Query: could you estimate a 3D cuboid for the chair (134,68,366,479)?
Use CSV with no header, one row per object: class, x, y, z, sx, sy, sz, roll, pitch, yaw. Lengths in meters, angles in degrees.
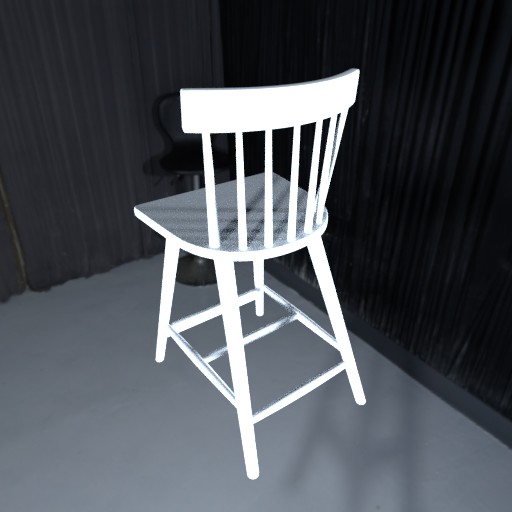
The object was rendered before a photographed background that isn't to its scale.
chair,0.000,0.000,1.235,0.483,0.952,0.572,-20,36,-31
